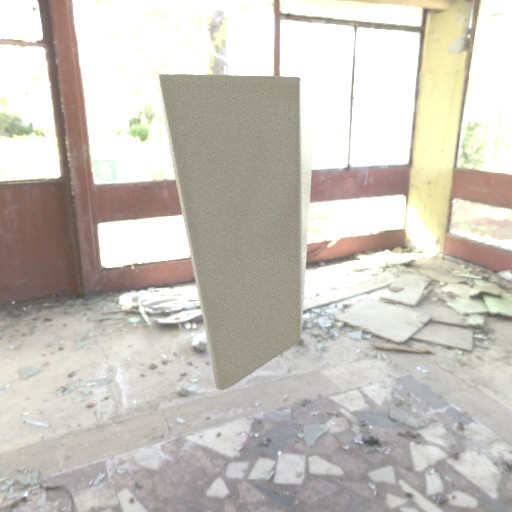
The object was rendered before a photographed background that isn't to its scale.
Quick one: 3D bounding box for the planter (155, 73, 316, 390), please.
[{"bbox_3d":[0.000,0.000,0.275,0.060,0.197,0.150,3,17,11],"label":"planter"}]
